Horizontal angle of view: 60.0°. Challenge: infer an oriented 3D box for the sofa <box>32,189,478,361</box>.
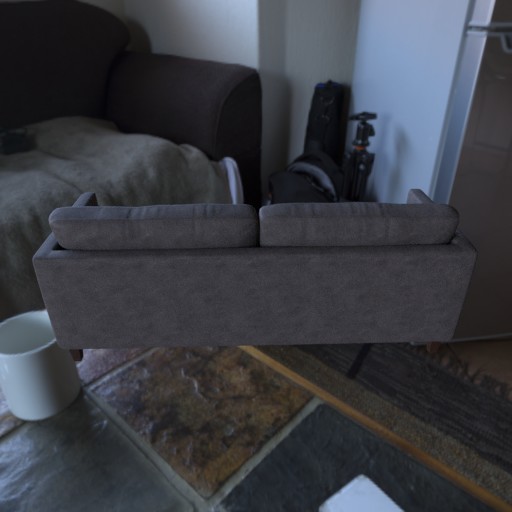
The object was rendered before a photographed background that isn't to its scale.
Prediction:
[{"bbox_3d":[0.000,0.000,2.908,2.434,0.965,0.951,-1,31,-2],"label":"sofa"}]
